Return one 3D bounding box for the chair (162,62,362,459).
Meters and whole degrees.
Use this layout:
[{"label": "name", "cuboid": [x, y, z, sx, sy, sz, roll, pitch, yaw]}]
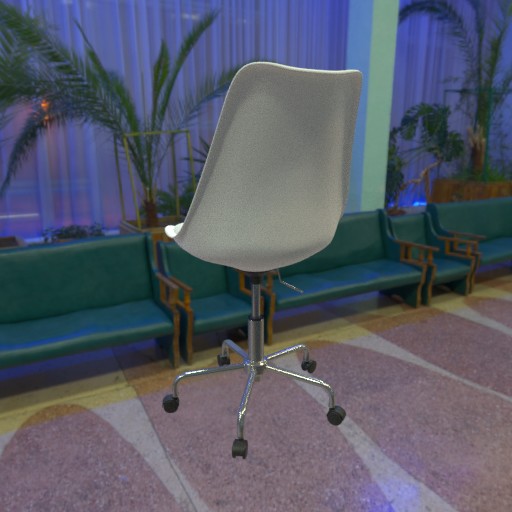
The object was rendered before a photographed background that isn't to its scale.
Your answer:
[{"label": "chair", "cuboid": [0.000, 0.000, 1.252, 0.550, 0.930, 0.550, -7, 16, -26]}]
